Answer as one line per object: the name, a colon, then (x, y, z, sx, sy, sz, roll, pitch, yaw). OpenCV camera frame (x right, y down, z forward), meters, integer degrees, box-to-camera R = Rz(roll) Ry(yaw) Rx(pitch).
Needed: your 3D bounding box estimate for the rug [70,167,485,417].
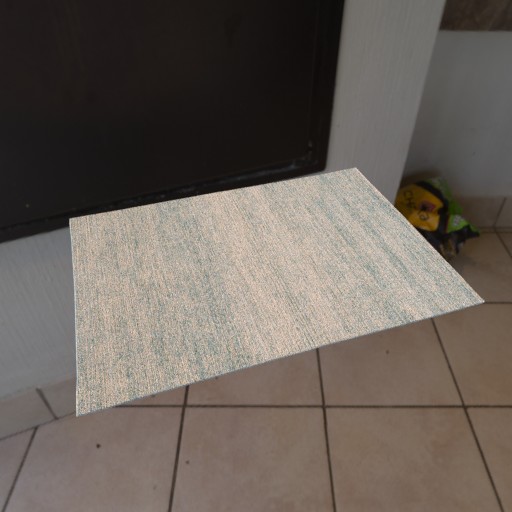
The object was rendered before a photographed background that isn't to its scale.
rug: (0.000, 0.000, 2.891, 2.306, 0.030, 1.613, -12, 43, -13)
